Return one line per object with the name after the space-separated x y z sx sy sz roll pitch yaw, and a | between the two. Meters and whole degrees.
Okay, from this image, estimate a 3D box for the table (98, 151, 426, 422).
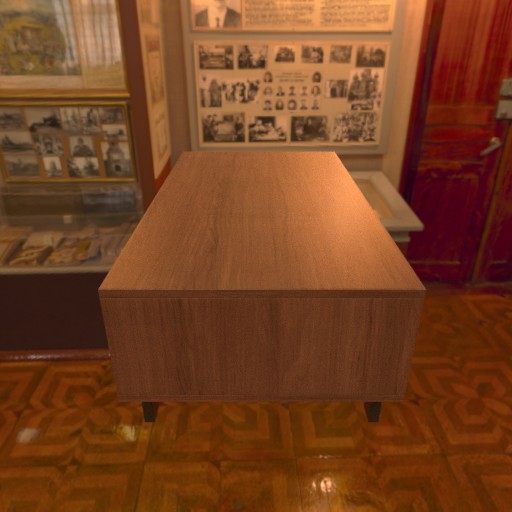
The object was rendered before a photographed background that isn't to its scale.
0.000 0.000 1.322 0.600 0.380 1.020 0 27 0 | table
